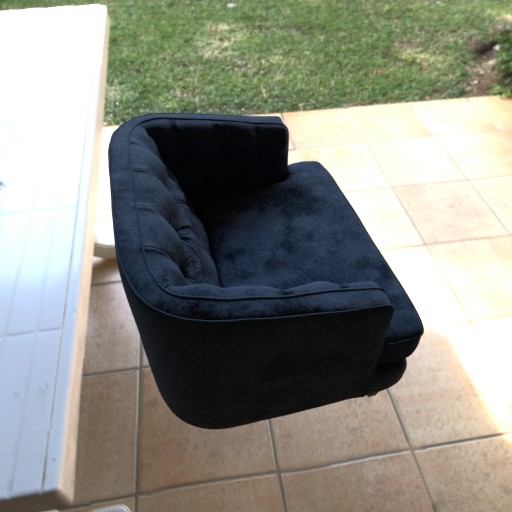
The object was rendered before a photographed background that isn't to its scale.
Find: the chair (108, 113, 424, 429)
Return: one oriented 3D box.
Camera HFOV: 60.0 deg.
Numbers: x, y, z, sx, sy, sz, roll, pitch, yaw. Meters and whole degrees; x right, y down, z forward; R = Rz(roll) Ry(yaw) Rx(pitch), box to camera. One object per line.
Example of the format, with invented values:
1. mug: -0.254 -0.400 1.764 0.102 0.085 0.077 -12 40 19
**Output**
1. chair: 0.000 0.000 1.741 0.940 0.852 1.094 -11 48 -10
